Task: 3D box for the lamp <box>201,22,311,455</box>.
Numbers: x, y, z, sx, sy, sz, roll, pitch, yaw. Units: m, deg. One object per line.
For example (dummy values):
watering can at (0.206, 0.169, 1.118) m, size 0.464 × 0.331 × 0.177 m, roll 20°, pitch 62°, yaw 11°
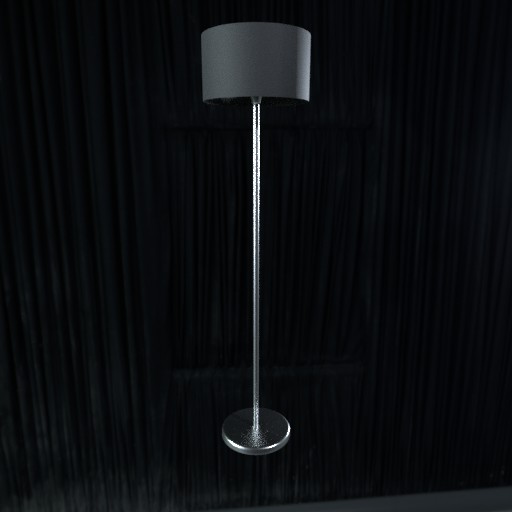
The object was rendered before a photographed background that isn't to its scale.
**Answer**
lamp at (0.000, 0.000, 1.590) m, size 0.348 × 1.443 × 0.348 m, roll -2°, pitch 14°, yaw -8°
